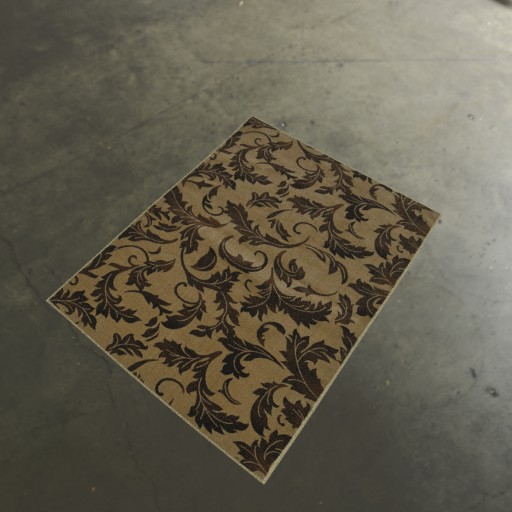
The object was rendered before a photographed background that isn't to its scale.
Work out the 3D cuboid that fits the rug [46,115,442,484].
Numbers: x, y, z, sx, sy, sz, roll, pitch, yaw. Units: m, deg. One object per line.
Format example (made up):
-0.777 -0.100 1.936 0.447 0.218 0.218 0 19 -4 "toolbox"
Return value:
0.000 0.000 4.105 2.380 0.008 2.977 33 64 18 "rug"
